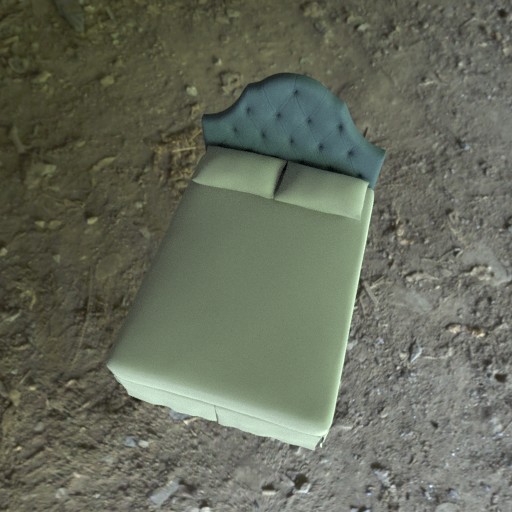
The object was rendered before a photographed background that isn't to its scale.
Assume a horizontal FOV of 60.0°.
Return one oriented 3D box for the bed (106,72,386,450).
[{"bbox_3d":[0.000,0.000,3.268,1.636,1.575,2.155,14,60,8],"label":"bed"}]
